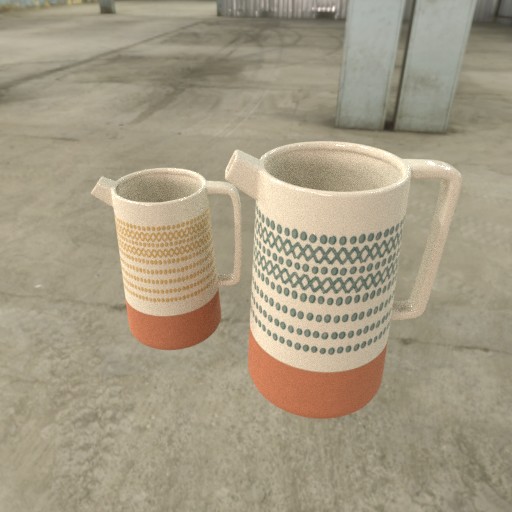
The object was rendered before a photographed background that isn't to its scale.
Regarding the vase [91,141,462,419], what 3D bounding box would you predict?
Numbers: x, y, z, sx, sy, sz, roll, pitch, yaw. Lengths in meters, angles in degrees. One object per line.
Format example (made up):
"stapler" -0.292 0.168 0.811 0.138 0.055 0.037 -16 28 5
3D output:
"vase" 0.000 0.000 0.457 0.326 0.247 0.168 22 38 31
